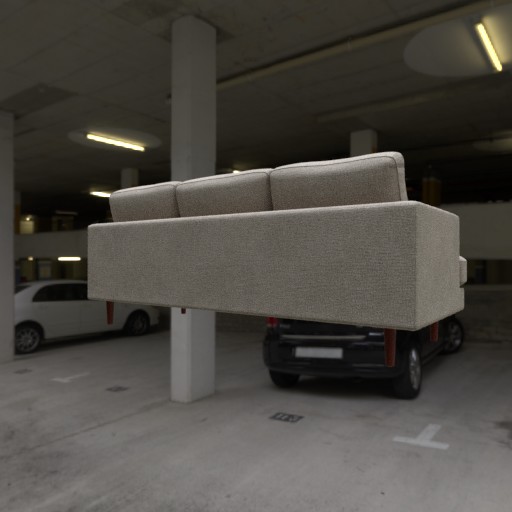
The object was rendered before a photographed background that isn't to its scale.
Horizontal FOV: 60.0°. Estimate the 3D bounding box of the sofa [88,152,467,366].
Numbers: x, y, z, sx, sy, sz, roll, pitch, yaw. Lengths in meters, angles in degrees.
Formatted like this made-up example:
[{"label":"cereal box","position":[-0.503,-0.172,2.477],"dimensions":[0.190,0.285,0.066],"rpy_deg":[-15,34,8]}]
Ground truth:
[{"label":"sofa","position":[0.000,0.000,2.741],"dimensions":[2.246,0.930,0.903],"rpy_deg":[0,0,36]}]
